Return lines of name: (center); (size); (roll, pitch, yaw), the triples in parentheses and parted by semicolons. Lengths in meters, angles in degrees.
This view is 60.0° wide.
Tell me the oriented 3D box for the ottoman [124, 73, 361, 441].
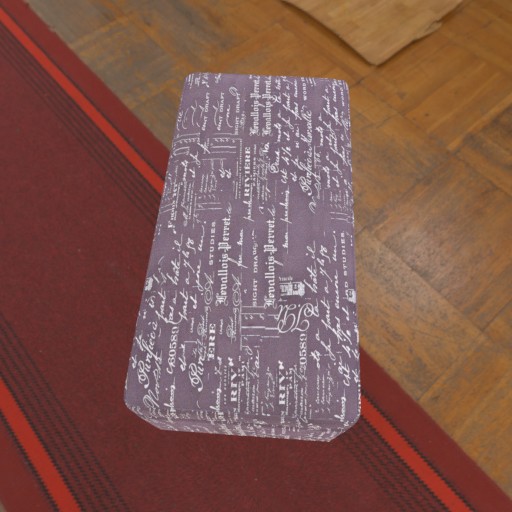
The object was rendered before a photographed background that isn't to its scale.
ottoman: (0.000, 0.000, 1.087); (0.406, 0.457, 0.813); (3, 63, 2)
